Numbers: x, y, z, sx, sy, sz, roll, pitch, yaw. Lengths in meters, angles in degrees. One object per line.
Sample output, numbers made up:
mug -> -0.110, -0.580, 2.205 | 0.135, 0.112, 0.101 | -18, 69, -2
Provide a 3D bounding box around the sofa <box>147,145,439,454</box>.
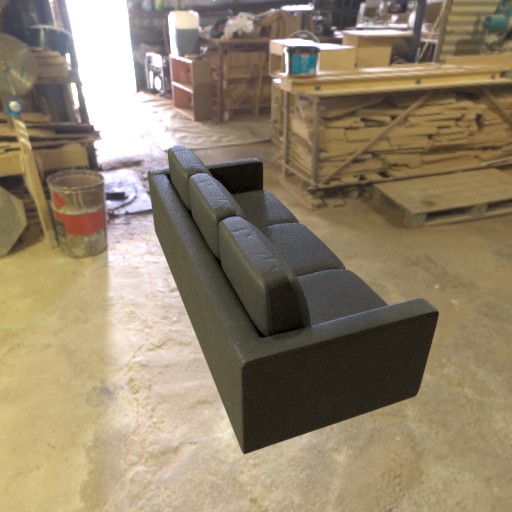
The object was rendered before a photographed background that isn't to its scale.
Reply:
sofa -> 0.000, 0.000, 2.561 | 0.879, 0.899, 2.029 | -11, 33, -18
